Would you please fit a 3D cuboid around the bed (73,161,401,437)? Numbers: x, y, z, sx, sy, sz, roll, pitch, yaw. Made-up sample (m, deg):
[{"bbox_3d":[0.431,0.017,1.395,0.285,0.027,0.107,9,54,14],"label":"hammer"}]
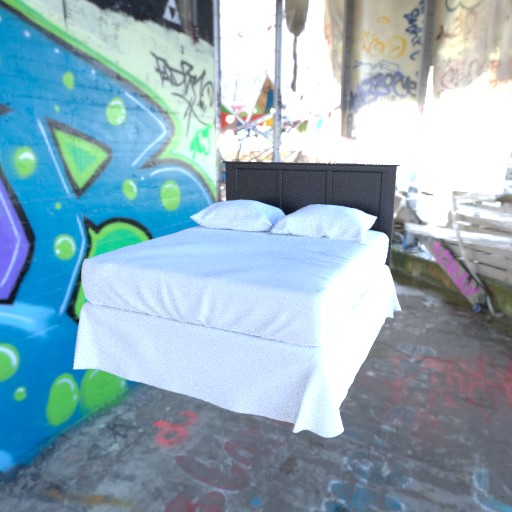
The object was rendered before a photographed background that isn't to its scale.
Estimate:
[{"bbox_3d":[0.000,0.000,3.248,1.870,1.270,2.050,7,16,25],"label":"bed"}]
